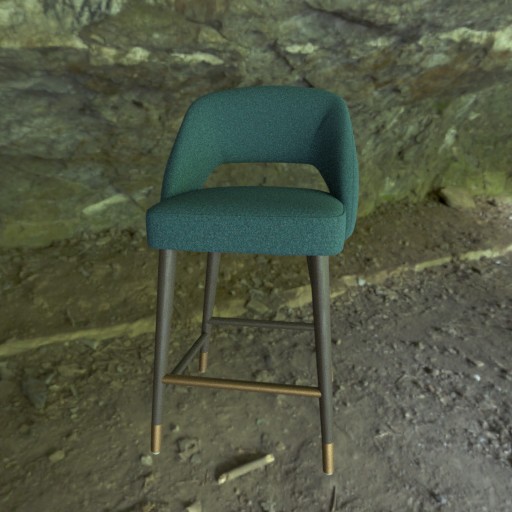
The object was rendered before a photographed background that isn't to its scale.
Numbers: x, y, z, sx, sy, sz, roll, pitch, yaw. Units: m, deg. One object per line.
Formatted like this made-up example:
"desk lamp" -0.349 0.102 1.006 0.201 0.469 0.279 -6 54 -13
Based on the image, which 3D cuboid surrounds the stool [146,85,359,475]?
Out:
"stool" 0.000 0.000 1.226 0.536 0.939 0.522 2 15 9
